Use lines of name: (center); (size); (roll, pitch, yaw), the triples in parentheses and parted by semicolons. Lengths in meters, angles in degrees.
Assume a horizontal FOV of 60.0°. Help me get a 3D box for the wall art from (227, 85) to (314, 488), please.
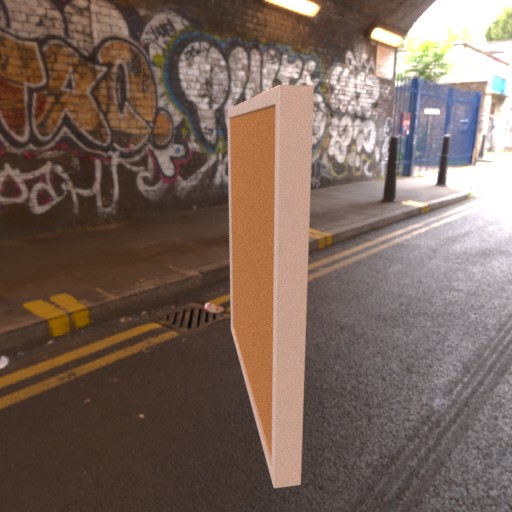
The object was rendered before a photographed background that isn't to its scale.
wall art: (0.000, 0.000, 0.769); (0.038, 0.508, 0.508); (-3, 16, -9)
